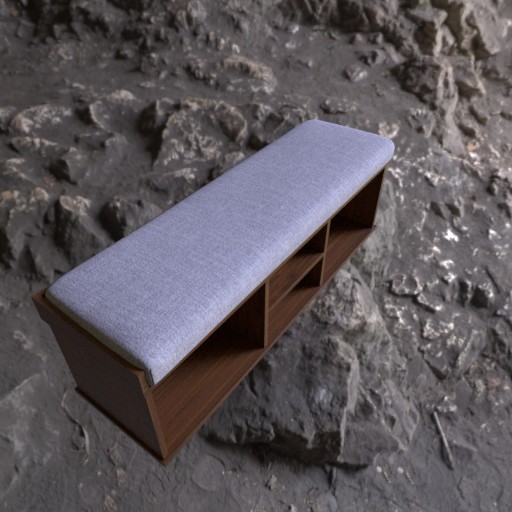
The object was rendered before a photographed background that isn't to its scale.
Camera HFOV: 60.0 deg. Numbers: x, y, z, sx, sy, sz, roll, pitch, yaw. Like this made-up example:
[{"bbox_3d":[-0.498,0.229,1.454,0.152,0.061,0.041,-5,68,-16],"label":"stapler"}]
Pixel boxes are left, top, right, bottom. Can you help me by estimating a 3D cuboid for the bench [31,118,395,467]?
[{"bbox_3d":[0.000,0.000,1.401,0.367,0.468,1.196,26,47,27],"label":"bench"}]
